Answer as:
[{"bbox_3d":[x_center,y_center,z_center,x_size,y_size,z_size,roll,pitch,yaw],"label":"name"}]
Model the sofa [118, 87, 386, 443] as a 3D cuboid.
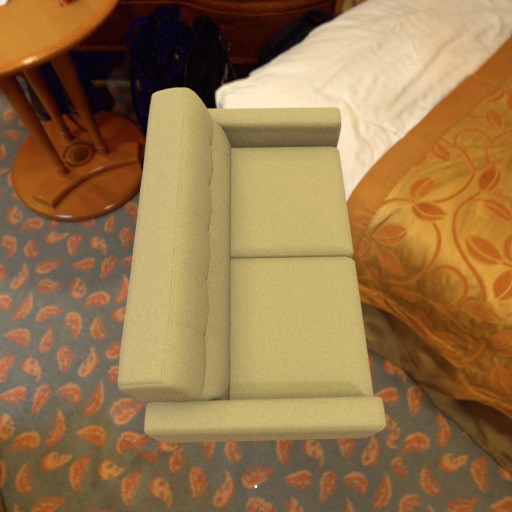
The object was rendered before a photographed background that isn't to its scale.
[{"bbox_3d":[0.000,0.000,2.177,0.980,0.892,1.655,-1,63,-1],"label":"sofa"}]
